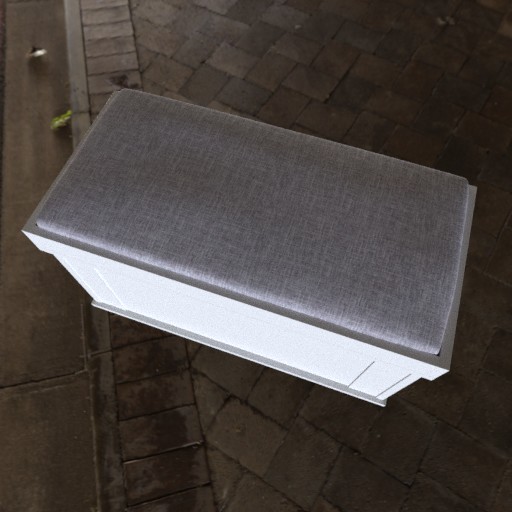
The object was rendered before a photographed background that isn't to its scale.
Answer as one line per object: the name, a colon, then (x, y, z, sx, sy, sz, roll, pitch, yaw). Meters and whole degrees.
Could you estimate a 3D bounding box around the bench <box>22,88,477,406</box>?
bench: (0.000, 0.000, 0.970, 0.734, 0.461, 0.362, 17, 65, 8)
